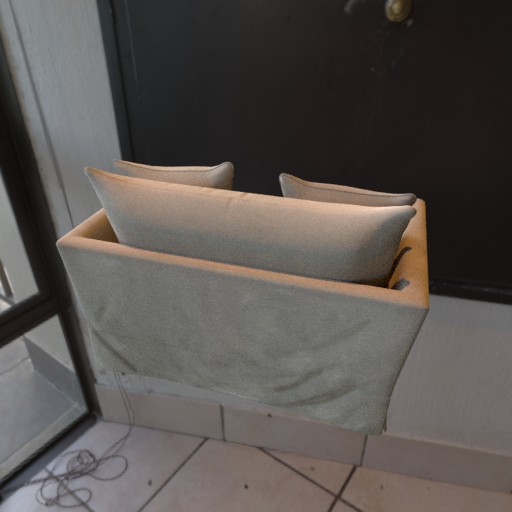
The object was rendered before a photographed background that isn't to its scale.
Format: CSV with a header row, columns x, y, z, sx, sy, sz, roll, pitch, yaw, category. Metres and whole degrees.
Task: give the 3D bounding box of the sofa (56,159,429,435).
x,y,z,sx,sy,sz,roll,pitch,yaw,category
0.000,0.000,2.296,1.608,1.040,1.035,9,33,14,sofa
